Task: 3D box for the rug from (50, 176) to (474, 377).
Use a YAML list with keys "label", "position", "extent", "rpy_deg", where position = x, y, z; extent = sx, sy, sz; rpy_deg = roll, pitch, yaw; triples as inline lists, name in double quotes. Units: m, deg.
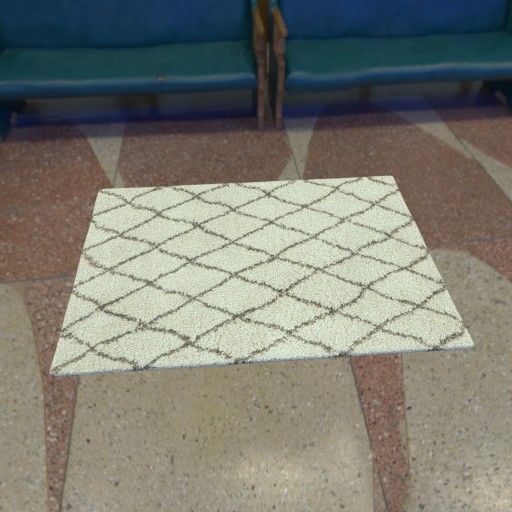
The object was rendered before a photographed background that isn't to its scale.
- label: "rug"
  position: [0.000, 0.000, 2.264]
  extent: [1.778, 0.030, 1.219]
  rpy_deg: [-3, 46, -3]
